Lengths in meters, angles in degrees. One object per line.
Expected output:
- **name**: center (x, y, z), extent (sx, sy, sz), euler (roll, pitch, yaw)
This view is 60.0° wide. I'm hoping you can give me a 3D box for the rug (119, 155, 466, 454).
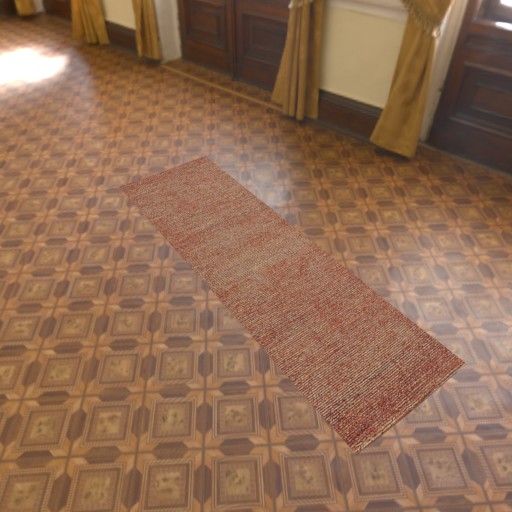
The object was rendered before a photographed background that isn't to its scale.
- **rug**: center (0.000, 0.000, 2.599), extent (0.718, 0.013, 2.353), euler (-26, 48, -26)
